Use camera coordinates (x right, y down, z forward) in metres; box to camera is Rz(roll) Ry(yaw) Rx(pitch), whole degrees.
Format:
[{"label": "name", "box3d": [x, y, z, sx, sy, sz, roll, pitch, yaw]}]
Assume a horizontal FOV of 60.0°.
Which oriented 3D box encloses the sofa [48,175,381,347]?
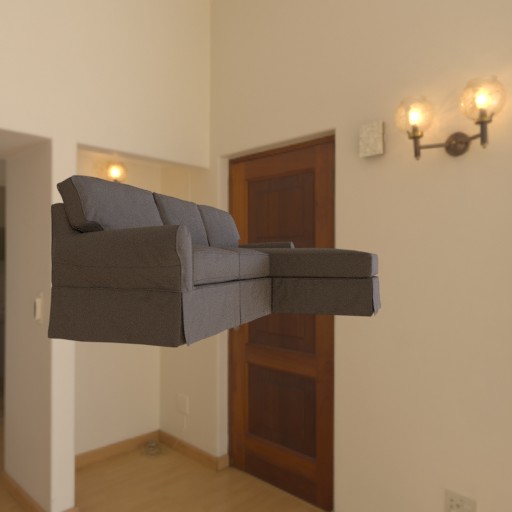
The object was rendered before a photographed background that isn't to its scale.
[{"label": "sofa", "box3d": [0.000, 0.000, 3.421, 1.733, 0.978, 2.475, 0, -1, 19]}]
